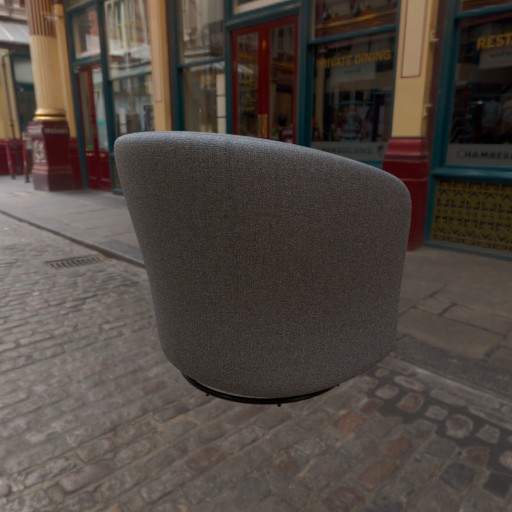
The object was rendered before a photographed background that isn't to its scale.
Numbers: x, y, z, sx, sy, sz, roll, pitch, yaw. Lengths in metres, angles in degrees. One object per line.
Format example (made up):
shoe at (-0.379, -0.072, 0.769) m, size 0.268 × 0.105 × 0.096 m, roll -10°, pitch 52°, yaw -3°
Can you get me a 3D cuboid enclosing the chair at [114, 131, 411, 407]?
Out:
chair at (0.000, 0.000, 1.449) m, size 0.791 × 0.771 × 0.815 m, roll 13°, pitch 19°, yaw 43°
